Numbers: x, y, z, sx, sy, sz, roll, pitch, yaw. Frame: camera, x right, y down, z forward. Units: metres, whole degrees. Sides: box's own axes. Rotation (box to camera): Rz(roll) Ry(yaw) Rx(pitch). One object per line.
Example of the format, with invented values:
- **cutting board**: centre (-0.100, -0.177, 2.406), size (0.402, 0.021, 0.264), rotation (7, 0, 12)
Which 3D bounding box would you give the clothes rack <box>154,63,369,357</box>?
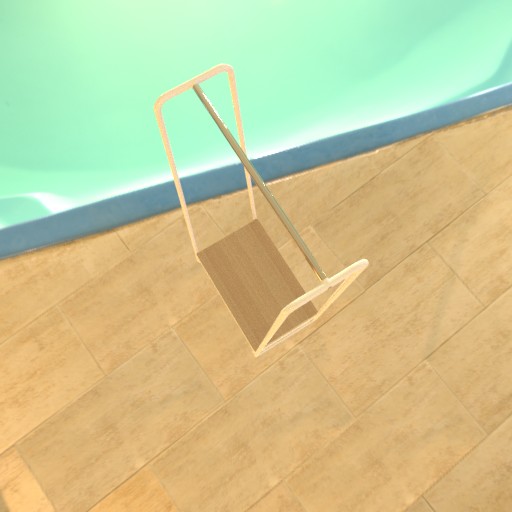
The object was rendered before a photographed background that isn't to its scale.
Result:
- **clothes rack**: centre (0.000, 0.000, 1.785), size (0.400, 1.500, 0.640), rotation (-31, 77, -8)
